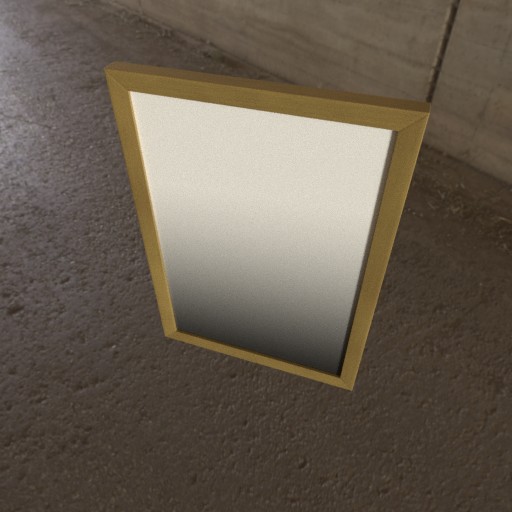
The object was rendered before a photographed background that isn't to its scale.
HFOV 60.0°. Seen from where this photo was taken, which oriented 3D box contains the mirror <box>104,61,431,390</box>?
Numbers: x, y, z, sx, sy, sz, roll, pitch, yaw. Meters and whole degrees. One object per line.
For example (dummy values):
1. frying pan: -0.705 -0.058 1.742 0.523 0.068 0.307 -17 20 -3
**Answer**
1. mirror: 0.000 0.000 0.911 0.507 0.710 0.040 13 44 14
